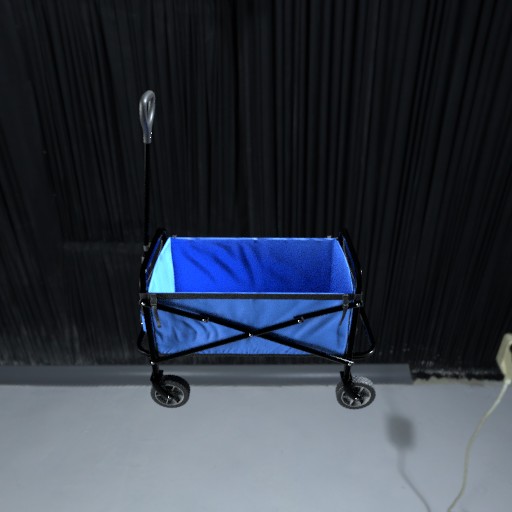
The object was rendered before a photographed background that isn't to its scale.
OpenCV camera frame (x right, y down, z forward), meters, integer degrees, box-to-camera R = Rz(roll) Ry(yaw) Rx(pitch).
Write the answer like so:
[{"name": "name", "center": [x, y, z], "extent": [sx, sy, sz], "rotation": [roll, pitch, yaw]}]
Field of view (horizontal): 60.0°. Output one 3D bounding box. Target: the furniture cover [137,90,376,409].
[{"name": "furniture cover", "center": [0.000, 0.000, 1.836], "extent": [1.038, 1.295, 0.532], "rotation": [0, 30, 0]}]
